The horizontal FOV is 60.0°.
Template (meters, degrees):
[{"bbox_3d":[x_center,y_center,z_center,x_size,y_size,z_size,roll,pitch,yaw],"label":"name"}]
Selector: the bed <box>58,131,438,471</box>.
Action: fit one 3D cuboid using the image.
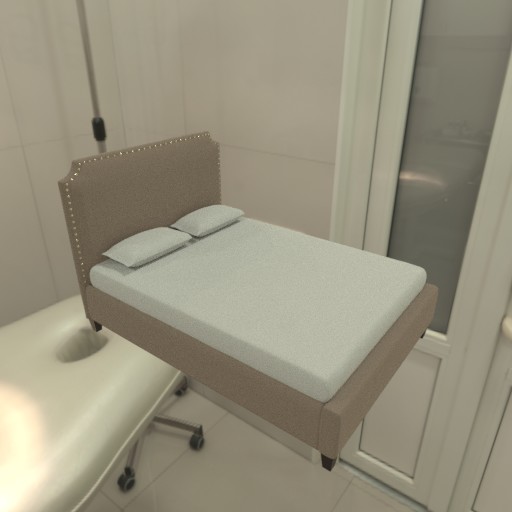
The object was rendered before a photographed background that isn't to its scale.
[{"bbox_3d":[0.000,0.000,3.430,2.372,1.443,1.713,19,32,33],"label":"bed"}]
